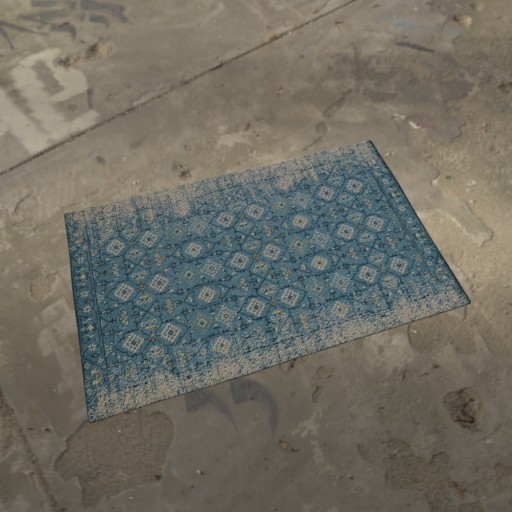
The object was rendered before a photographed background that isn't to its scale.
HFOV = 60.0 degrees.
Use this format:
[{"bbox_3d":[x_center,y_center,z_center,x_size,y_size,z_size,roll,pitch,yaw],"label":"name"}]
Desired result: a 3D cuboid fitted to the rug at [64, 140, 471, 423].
[{"bbox_3d":[0.000,0.000,3.033,2.449,0.015,1.530,-15,60,-9],"label":"rug"}]
